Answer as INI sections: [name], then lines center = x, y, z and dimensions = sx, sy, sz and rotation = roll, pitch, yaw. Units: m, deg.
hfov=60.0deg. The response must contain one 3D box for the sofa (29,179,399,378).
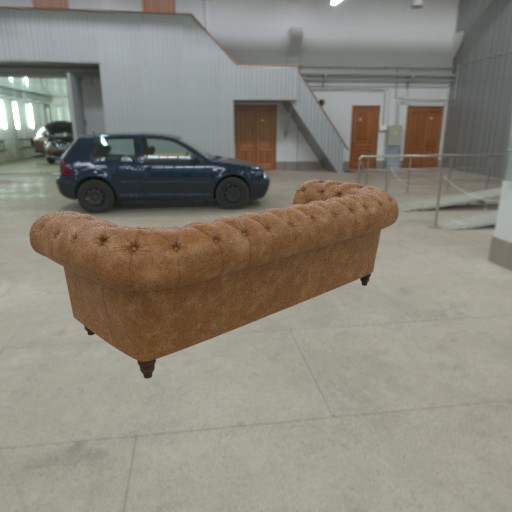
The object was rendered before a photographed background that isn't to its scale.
[sofa]
center = 0.000, 0.000, 2.820
dimensions = 2.365, 0.760, 0.989
rotation = -15, 22, -41
